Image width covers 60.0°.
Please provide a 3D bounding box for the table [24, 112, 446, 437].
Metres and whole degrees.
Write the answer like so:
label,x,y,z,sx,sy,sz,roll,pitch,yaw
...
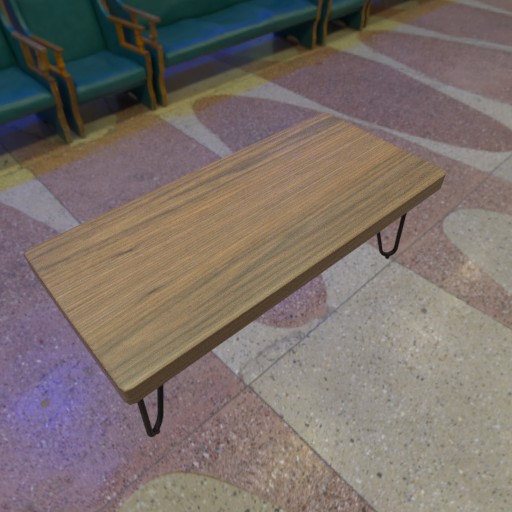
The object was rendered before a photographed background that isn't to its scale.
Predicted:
label,x,y,z,sx,sy,sz,roll,pitch,yaw
table,0.000,0.000,1.684,1.375,0.468,0.637,-32,53,-28
